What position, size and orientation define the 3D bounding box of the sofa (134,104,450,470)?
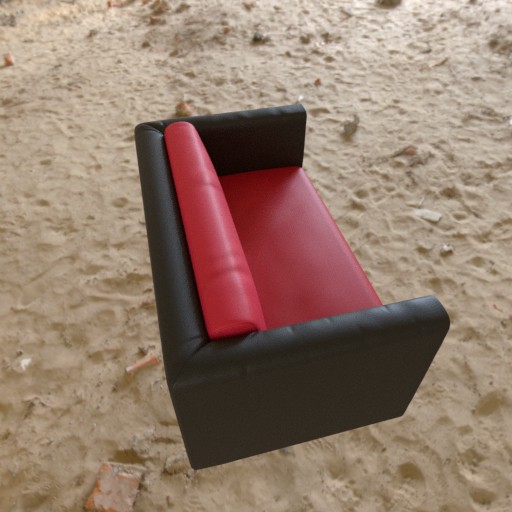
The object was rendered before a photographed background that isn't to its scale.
[{"bbox_3d":[0.000,0.000,1.914,0.845,0.735,1.410,-11,47,-10],"label":"sofa"}]
